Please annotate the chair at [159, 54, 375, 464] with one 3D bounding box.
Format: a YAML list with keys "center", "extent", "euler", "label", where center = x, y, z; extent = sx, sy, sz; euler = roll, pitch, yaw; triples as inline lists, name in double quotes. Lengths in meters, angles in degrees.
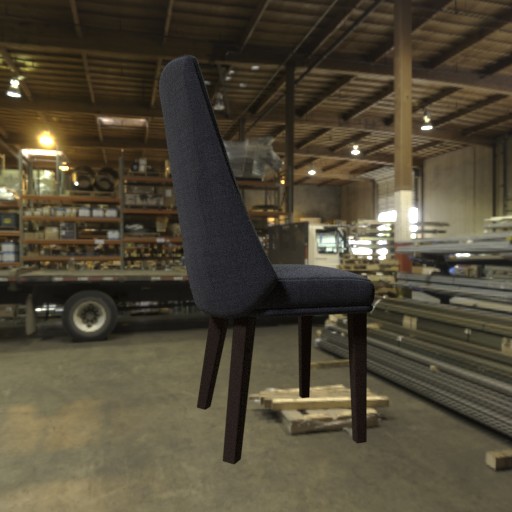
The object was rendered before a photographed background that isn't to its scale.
- center: [0.000, 0.000, 1.366]
  extent: [0.577, 1.050, 0.510]
  euler: [0, 1, -17]
  label: "chair"
